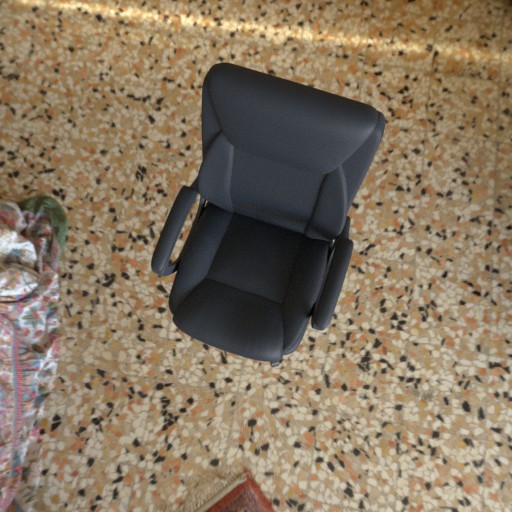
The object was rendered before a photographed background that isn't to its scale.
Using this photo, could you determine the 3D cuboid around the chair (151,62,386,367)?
[{"bbox_3d":[0.000,0.000,1.489,0.615,1.072,0.655,19,76,5],"label":"chair"}]
